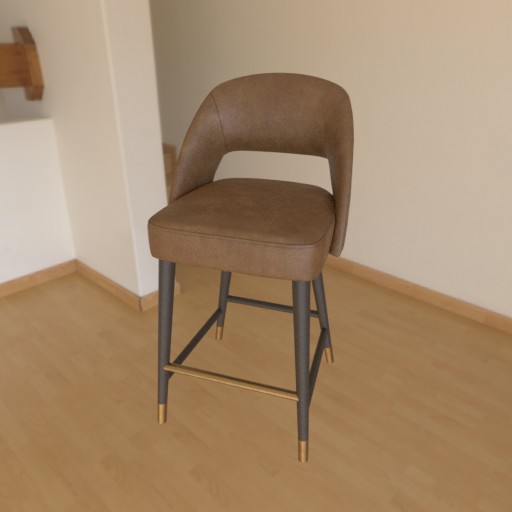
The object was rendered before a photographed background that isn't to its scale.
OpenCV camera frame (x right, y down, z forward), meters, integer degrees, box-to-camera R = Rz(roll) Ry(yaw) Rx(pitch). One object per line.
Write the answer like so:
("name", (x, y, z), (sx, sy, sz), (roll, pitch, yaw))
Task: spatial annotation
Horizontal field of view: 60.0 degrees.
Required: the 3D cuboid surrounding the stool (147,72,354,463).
("stool", (0.000, 0.000, 1.262), (0.494, 0.940, 0.509), (8, 27, 16))
